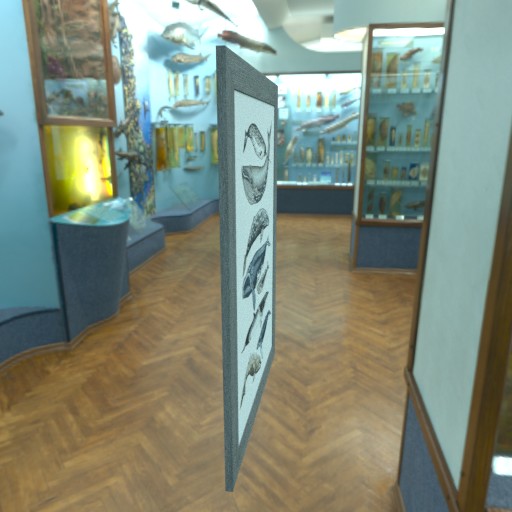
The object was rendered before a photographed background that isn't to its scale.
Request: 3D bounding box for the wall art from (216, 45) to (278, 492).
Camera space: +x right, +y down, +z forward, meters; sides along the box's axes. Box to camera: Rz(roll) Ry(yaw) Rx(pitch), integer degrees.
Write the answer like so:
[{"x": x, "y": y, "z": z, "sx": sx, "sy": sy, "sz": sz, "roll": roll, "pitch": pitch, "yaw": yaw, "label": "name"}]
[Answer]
[{"x": 0.000, "y": 0.000, "z": 1.382, "sx": 0.020, "sy": 1.070, "sz": 0.768, "roll": 3, "pitch": 16, "yaw": 10, "label": "wall art"}]
